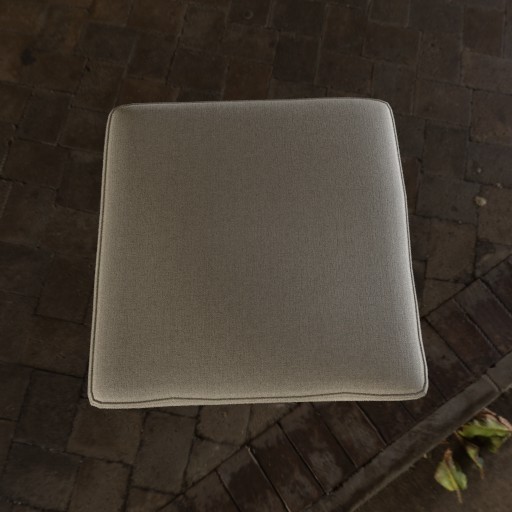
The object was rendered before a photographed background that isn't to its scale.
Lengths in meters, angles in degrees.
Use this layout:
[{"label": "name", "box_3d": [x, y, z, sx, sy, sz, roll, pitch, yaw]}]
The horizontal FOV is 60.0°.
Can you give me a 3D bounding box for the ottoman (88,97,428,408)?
[{"label": "ottoman", "box_3d": [0.000, 0.000, 1.335, 0.838, 0.478, 0.838, -2, 74, 0]}]
